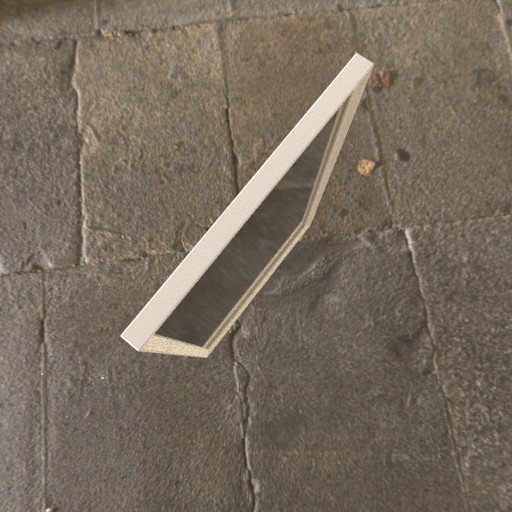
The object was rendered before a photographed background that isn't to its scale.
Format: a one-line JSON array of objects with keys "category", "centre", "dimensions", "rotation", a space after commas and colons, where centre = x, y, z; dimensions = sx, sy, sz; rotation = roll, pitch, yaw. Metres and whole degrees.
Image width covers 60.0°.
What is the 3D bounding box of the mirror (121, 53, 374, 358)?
[{"category": "mirror", "centre": [0.000, 0.000, 1.150], "dimensions": [0.041, 0.915, 0.609], "rotation": [37, 79, 8]}]
